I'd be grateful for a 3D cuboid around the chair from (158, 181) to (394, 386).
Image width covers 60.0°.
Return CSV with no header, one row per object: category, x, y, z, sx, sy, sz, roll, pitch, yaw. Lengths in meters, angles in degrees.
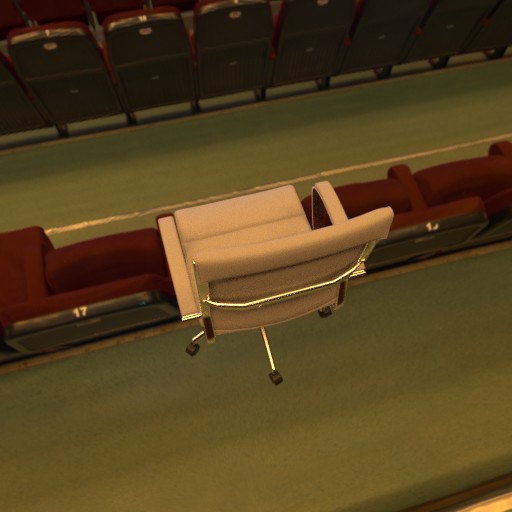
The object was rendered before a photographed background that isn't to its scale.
chair,0.000,0.000,1.548,0.679,1.149,0.667,-14,60,-8
